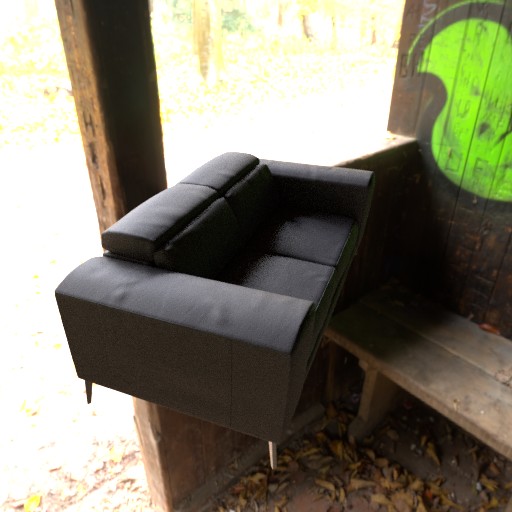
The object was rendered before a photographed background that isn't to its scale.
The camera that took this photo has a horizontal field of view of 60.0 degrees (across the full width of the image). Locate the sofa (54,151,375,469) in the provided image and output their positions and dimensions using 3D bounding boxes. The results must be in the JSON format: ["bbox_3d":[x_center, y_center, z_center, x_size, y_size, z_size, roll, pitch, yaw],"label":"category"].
[{"bbox_3d":[0.000,0.000,2.441,1.003,0.779,1.895,11,32,18],"label":"sofa"}]
